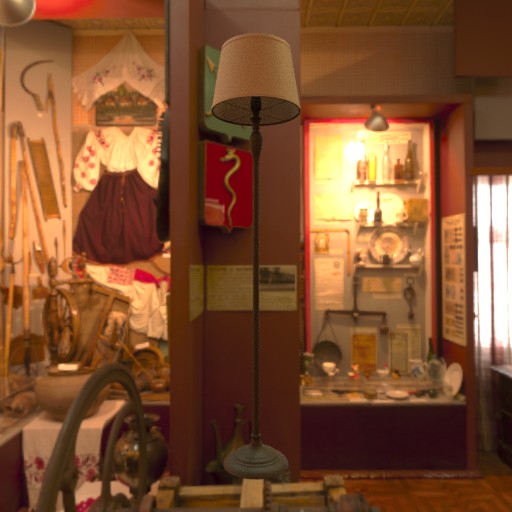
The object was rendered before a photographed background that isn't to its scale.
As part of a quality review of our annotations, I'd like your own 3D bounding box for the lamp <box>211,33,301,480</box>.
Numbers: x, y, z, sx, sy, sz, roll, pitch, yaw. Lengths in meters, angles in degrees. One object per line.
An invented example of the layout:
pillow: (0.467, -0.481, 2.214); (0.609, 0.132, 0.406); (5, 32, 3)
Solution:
lamp: (0.000, 0.000, 1.617); (0.327, 1.506, 0.327); (0, -1, 2)
